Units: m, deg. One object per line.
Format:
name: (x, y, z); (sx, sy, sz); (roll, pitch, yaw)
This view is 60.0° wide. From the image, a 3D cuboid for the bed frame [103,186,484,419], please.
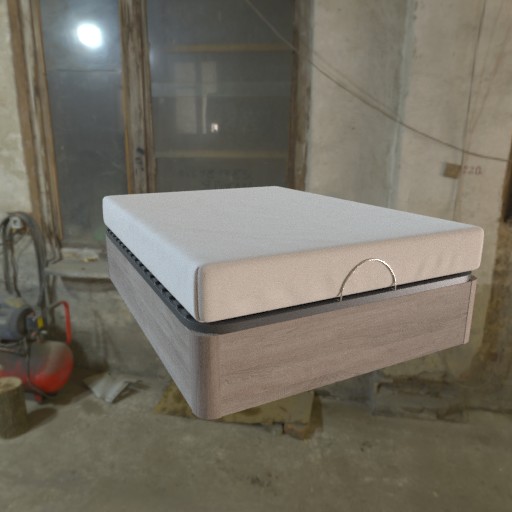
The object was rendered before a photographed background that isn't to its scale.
bed frame: (0.000, 0.000, 2.559); (1.400, 0.561, 1.900); (-8, 17, -26)
